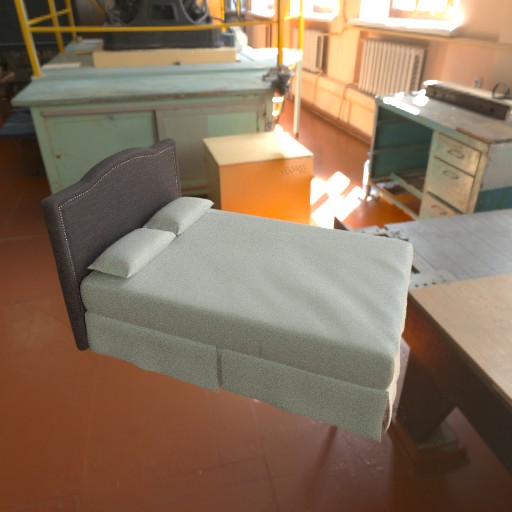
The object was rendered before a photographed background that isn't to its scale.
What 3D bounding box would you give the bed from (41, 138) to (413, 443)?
[{"bbox_3d":[0.000,0.000,3.609,2.507,1.441,1.741,11,32,18],"label":"bed"}]
